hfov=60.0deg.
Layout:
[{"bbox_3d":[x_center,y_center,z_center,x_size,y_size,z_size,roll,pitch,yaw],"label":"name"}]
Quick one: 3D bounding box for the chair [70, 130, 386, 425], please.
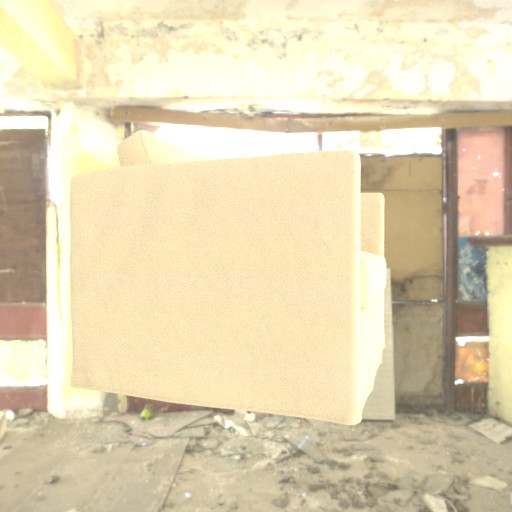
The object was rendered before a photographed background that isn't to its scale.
[{"bbox_3d":[0.000,0.000,1.756,0.947,0.851,1.057,0,1,20],"label":"chair"}]
